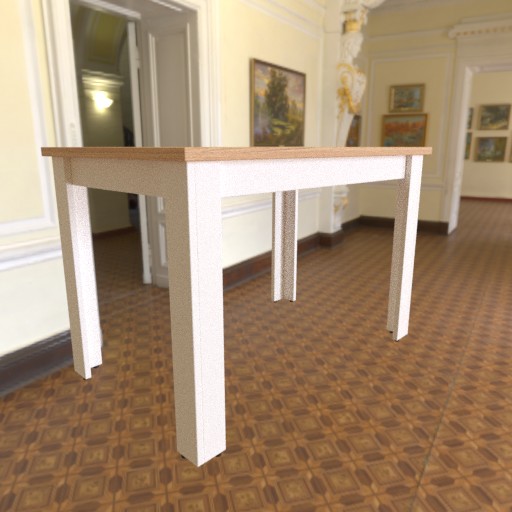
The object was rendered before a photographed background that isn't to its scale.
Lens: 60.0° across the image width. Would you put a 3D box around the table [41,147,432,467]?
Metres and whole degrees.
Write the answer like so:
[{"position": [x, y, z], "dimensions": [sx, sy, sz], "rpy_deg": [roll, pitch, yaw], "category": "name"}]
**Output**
[{"position": [0.000, 0.000, 1.538], "dimensions": [0.700, 0.734, 1.100], "rpy_deg": [13, 19, 43], "category": "table"}]
